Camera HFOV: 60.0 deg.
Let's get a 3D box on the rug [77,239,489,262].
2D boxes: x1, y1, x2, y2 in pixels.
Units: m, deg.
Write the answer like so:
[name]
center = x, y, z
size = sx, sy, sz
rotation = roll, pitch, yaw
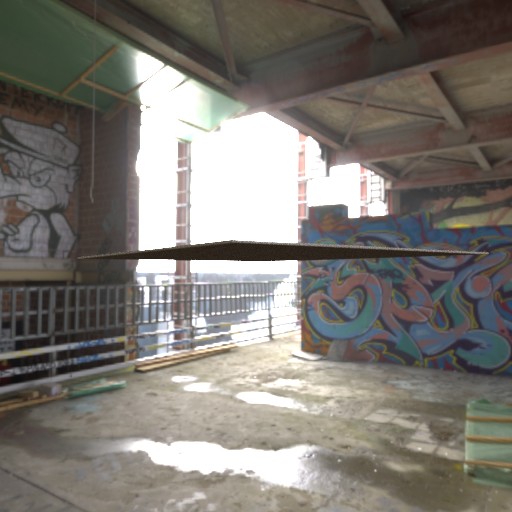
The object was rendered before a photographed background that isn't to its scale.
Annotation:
[rug]
center = 0.000, 0.000, 4.105
size = 2.441, 0.015, 3.050
rotation = 2, -3, -35
